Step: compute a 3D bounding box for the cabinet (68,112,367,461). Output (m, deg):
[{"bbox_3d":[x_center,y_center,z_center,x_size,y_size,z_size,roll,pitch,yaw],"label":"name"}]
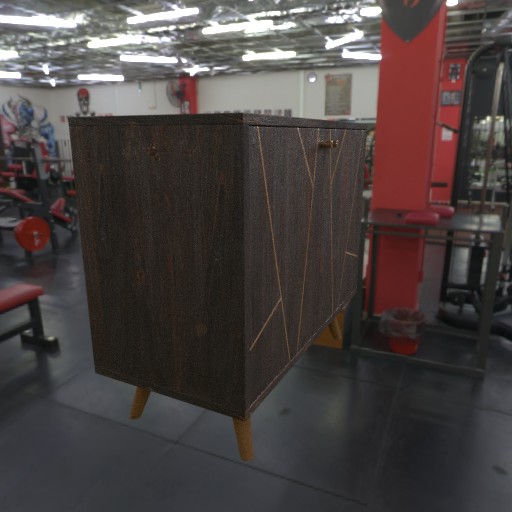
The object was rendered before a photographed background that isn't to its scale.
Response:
[{"bbox_3d":[0.000,0.000,1.539,0.529,0.897,1.023,8,17,26],"label":"cabinet"}]
